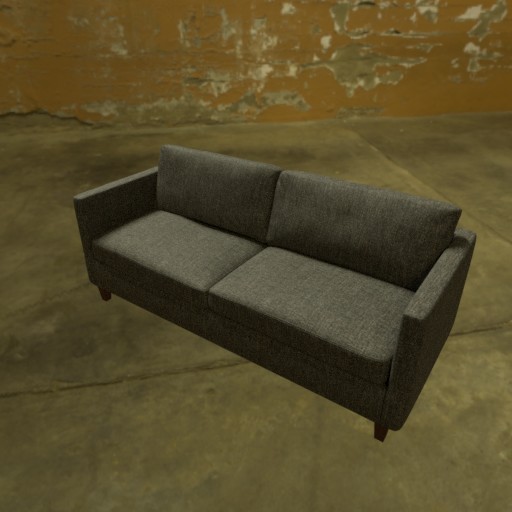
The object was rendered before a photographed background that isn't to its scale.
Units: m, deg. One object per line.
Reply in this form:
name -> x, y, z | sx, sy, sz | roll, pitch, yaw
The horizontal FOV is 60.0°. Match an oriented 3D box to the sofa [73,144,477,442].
sofa -> 0.000, 0.000, 2.666 | 2.208, 0.960, 0.948 | 19, 34, 30
